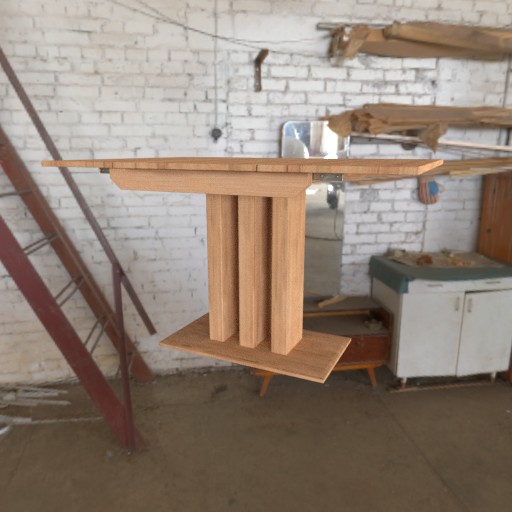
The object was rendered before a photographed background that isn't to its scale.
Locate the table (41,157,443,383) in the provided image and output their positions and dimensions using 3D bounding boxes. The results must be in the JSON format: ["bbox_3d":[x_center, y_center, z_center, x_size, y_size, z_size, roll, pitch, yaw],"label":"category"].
[{"bbox_3d":[0.000,0.000,1.818,1.300,0.770,0.900,6,15,25],"label":"table"}]
